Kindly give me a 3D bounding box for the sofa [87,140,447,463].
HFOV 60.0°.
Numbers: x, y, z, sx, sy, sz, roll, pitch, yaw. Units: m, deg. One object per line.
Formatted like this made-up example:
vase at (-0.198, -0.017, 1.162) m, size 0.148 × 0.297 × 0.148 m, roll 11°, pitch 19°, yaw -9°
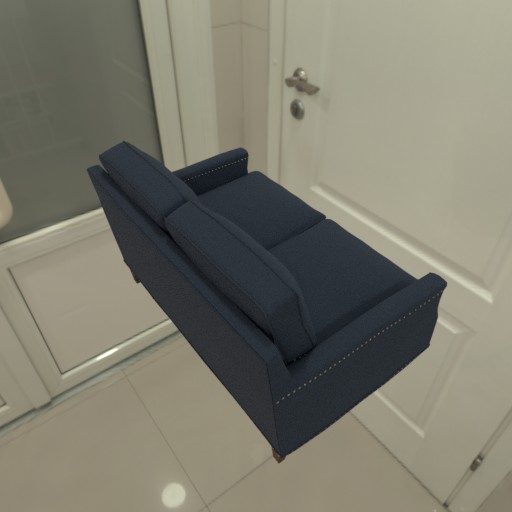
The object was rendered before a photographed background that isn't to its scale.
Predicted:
sofa at (0.000, 0.000, 2.295) m, size 1.084 × 1.003 × 1.597 m, roll -26°, pitch 48°, yaw -27°
